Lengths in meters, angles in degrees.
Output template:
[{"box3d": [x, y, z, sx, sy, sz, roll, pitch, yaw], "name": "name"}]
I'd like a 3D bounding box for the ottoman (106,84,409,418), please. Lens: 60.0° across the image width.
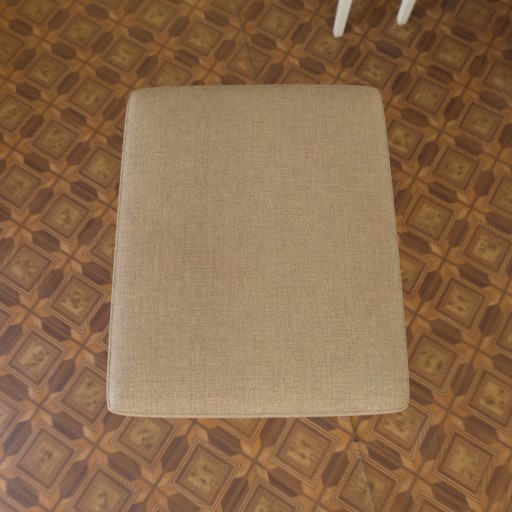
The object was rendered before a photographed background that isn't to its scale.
[{"box3d": [0.000, 0.000, 1.220, 0.671, 0.490, 0.820, -1, 75, 0], "name": "ottoman"}]
